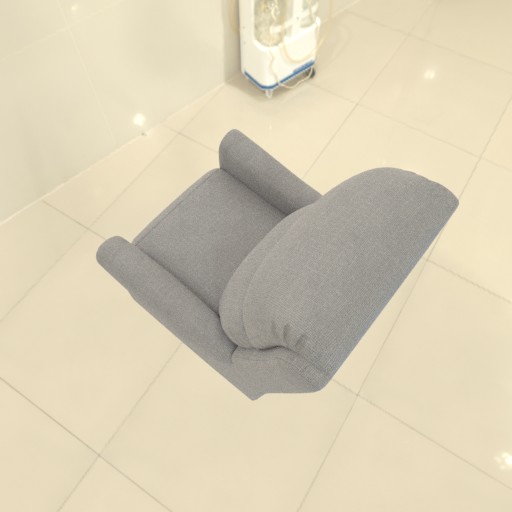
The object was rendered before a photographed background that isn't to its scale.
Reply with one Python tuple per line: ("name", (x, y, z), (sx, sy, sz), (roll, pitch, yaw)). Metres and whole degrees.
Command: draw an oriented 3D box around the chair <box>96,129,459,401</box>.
("chair", (0.000, 0.000, 1.741), (1.014, 1.054, 0.838), (36, 68, 17))
